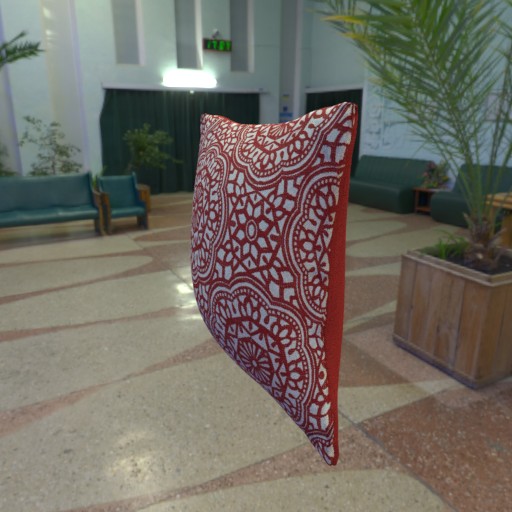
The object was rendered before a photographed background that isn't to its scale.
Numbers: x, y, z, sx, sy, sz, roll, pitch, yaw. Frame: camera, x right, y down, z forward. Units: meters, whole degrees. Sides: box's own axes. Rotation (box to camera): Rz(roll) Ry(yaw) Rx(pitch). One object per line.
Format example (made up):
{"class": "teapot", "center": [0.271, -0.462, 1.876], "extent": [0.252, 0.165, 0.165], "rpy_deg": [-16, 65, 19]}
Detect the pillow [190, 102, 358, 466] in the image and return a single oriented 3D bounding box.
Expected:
{"class": "pillow", "center": [0.000, 0.000, 0.666], "extent": [0.162, 0.419, 0.438], "rpy_deg": [-8, 18, -25]}
